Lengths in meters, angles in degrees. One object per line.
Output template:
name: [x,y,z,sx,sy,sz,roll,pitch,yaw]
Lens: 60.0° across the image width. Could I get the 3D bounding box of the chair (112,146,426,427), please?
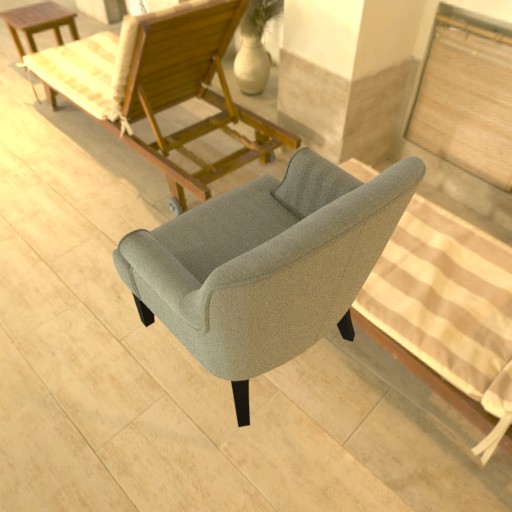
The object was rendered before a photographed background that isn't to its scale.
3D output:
chair: [0.000,0.000,1.474,0.772,0.880,0.755,-31,54,-26]
